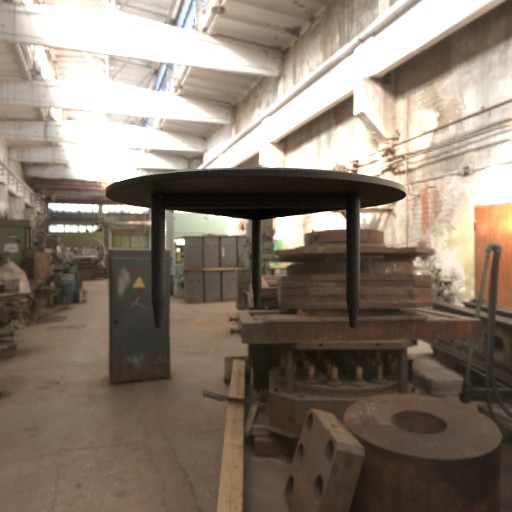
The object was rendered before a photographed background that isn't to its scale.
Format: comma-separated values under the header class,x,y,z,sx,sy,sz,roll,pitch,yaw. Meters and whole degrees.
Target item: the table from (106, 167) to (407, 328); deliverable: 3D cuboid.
class,x,y,z,sx,sy,sz,roll,pitch,yaw
table,0.000,0.000,1.401,0.900,0.400,0.900,0,0,0
